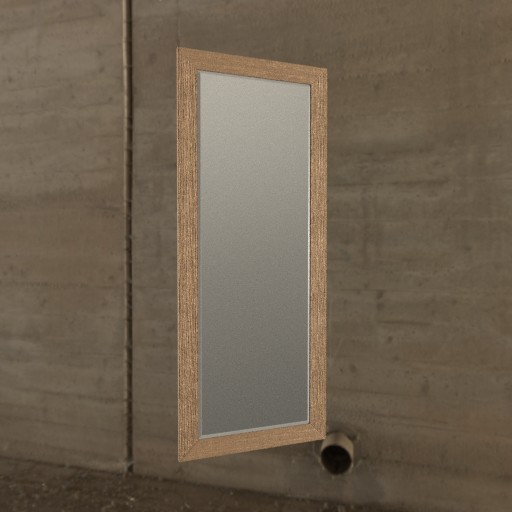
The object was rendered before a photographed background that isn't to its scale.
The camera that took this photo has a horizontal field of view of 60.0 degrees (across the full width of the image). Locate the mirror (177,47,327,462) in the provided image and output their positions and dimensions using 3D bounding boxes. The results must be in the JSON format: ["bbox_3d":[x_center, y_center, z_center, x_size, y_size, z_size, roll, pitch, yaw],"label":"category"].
[{"bbox_3d":[0.000,0.000,2.313,0.812,2.031,0.026,0,1,-19],"label":"mirror"}]
